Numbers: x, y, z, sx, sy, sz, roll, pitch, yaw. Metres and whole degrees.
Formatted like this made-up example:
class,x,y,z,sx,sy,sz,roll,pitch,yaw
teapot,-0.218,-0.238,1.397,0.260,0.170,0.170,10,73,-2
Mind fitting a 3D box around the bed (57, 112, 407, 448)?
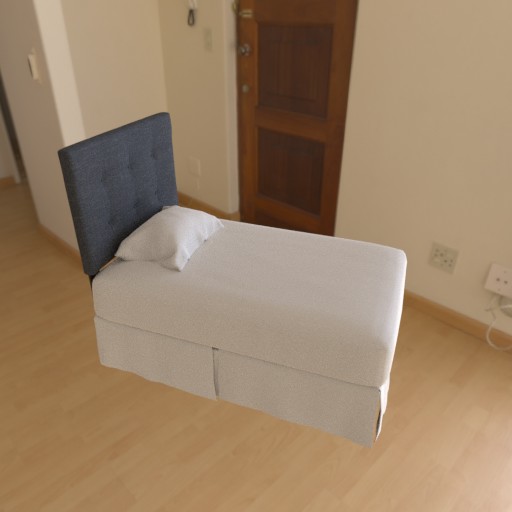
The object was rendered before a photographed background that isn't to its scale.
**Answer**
class,x,y,z,sx,sy,sz,roll,pitch,yaw
bed,0.000,0.000,3.018,1.997,1.571,1.261,10,31,18
